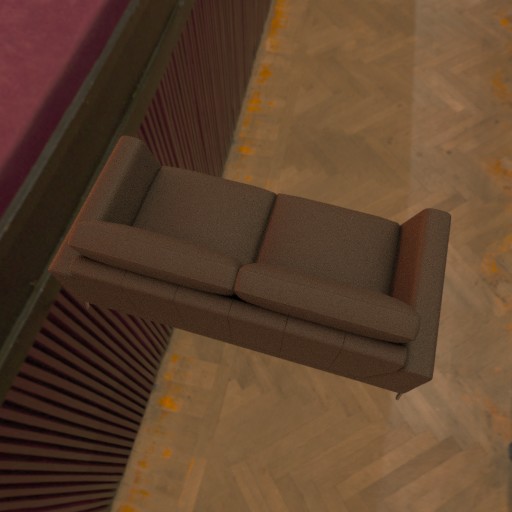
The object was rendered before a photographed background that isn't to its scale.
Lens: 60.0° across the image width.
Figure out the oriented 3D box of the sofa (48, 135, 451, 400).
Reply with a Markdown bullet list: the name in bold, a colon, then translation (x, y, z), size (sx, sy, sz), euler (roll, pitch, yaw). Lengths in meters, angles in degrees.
- **sofa**: translation (0.000, 0.000, 2.535), size (2.017, 0.875, 0.953), euler (15, 65, 7)
